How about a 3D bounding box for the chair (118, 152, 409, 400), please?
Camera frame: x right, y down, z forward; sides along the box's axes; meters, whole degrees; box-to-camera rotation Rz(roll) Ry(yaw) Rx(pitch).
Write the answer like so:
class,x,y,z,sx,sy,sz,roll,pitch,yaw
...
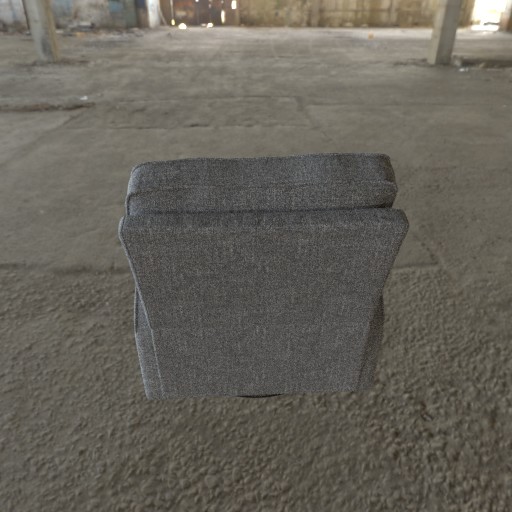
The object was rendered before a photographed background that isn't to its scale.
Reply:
class,x,y,z,sx,sy,sz,roll,pitch,yaw
chair,0.000,0.000,1.703,0.861,0.962,0.964,-2,30,-3
